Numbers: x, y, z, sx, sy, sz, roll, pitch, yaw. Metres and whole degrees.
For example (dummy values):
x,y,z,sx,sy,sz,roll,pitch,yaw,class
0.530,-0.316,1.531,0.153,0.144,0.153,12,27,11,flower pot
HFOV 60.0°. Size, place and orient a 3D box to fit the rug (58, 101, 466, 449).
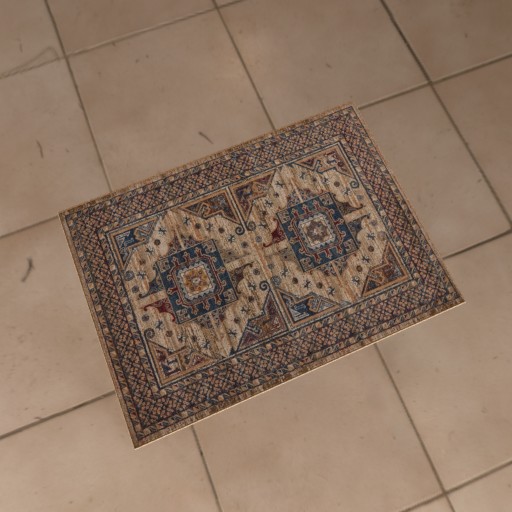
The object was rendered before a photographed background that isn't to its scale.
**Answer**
x,y,z,sx,sy,sz,roll,pitch,yaw,class
0.000,0.000,2.909,2.227,0.008,1.611,-22,75,-6,rug
